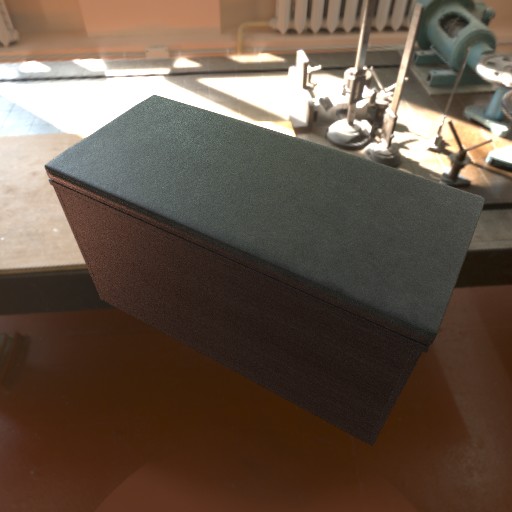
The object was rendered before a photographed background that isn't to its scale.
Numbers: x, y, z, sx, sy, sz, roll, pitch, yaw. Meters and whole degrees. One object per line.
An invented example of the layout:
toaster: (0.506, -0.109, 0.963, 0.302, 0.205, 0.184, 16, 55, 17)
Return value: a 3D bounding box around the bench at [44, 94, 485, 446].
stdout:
bench: (0.000, 0.000, 1.159, 0.905, 0.501, 0.401, 23, 51, 20)
